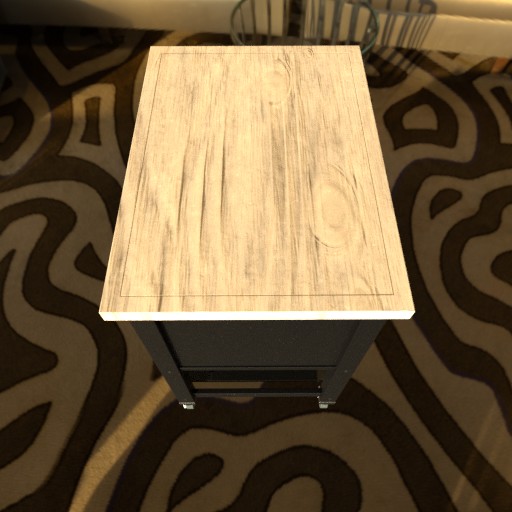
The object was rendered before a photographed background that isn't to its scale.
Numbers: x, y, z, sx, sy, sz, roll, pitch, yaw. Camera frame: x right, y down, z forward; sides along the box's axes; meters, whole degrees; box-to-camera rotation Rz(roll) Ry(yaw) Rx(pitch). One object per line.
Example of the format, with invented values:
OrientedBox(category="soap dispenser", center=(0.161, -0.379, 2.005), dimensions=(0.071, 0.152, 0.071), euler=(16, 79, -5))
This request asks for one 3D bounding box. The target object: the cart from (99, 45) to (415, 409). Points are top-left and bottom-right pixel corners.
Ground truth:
OrientedBox(category="cart", center=(0.000, 0.000, 1.394), dimensions=(0.567, 0.920, 0.797), euler=(0, 59, 0))
